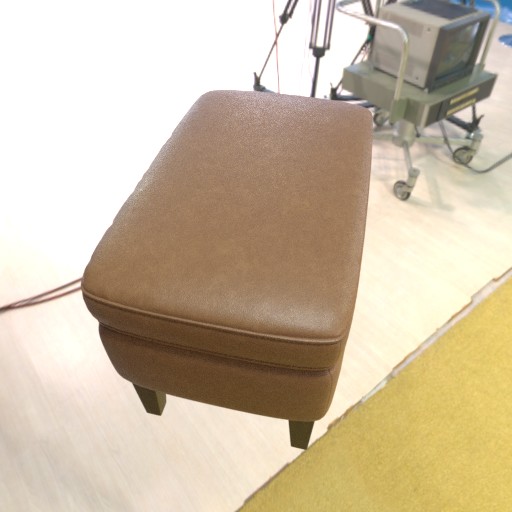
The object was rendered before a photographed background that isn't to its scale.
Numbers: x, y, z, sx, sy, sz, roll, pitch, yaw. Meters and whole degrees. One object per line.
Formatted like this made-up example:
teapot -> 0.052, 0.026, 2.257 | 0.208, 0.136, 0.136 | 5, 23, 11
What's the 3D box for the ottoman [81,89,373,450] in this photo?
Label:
ottoman -> 0.000, 0.000, 0.971 | 0.420, 0.480, 0.670 | 10, 47, 9
